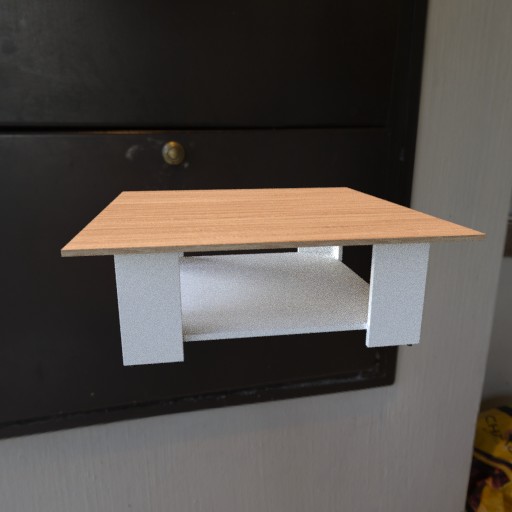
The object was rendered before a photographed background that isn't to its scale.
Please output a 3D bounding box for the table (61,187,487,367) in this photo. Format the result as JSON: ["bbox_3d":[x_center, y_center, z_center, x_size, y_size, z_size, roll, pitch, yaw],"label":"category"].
[{"bbox_3d":[0.000,0.000,1.374,0.890,0.305,0.890,-2,16,-8],"label":"table"}]
